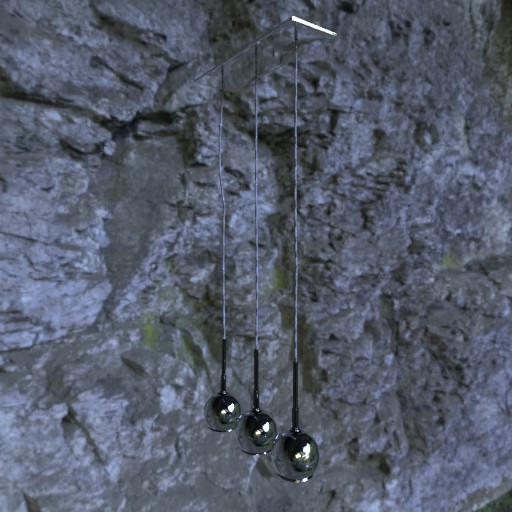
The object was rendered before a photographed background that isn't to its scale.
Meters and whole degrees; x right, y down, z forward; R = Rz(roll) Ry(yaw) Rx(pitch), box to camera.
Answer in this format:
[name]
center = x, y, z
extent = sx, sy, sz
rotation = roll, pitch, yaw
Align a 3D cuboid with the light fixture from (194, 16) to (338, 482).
[light fixture]
center = 0.000, 0.000, 1.611
extent = 0.188, 1.408, 0.623
rotation = -1, 1, -36
